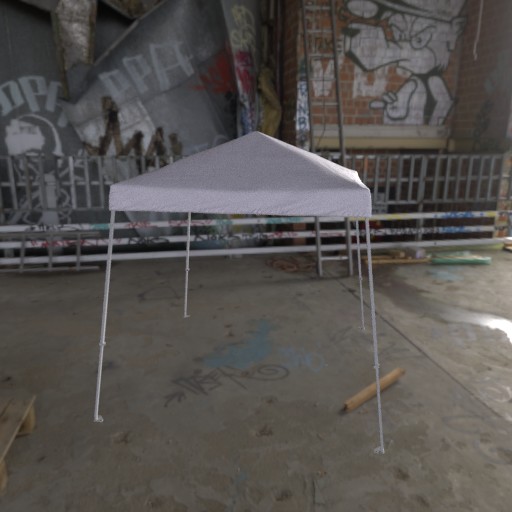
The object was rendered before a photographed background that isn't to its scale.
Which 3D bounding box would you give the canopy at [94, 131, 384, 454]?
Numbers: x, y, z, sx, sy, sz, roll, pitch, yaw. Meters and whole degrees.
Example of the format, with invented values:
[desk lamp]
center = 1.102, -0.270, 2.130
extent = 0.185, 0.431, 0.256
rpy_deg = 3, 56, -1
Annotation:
[canopy]
center = 0.000, 0.000, 5.254
extent = 2.849, 2.850, 2.850
rpy_deg = 2, 15, 9
